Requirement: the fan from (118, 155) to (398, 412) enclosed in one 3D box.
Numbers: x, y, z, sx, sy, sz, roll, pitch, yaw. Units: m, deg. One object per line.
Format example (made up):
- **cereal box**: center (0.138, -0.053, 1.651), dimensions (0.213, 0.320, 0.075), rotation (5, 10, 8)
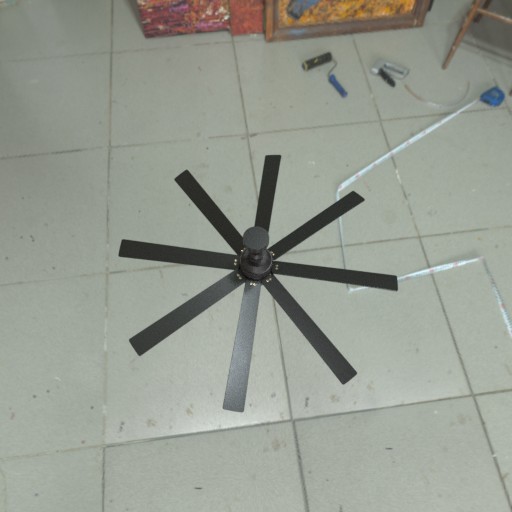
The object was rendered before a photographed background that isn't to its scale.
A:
- **fan**: center (0.000, 0.000, 2.773), dimensions (1.830, 0.472, 1.830), rotation (-34, 68, -16)
